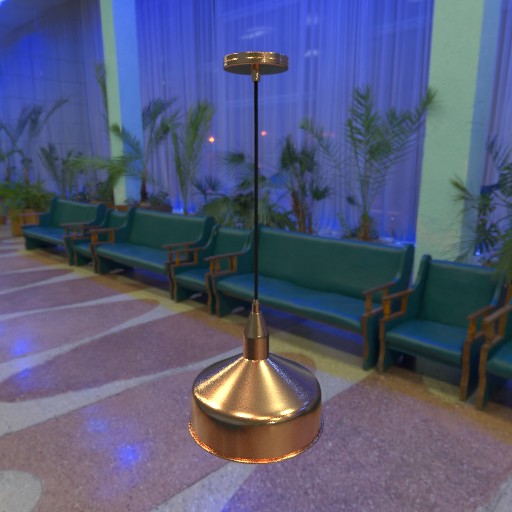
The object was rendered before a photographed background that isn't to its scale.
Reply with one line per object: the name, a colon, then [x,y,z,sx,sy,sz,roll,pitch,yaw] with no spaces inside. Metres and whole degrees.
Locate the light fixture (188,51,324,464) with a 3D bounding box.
light fixture: [0.000,0.000,0.910,0.301,0.754,0.301,-12,18,-42]
